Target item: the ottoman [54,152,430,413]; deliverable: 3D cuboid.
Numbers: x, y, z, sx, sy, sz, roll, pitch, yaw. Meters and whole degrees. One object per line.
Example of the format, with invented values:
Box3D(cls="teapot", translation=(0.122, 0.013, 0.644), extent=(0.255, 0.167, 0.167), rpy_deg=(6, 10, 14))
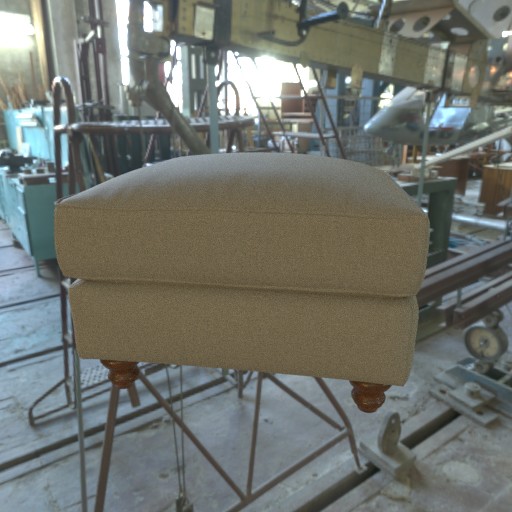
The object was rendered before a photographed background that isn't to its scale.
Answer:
Box3D(cls="ottoman", translation=(0.000, 0.000, 1.136), extent=(0.716, 0.505, 0.662), rpy_deg=(3, 18, 8))
